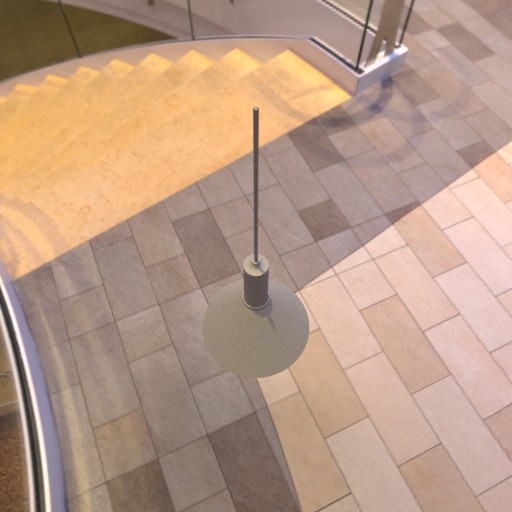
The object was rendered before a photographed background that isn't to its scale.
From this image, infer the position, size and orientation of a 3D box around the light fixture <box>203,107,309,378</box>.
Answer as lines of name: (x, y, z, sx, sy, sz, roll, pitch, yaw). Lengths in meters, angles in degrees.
light fixture: (0.000, 0.000, 0.826, 0.267, 0.683, 0.267, 17, 60, 10)
